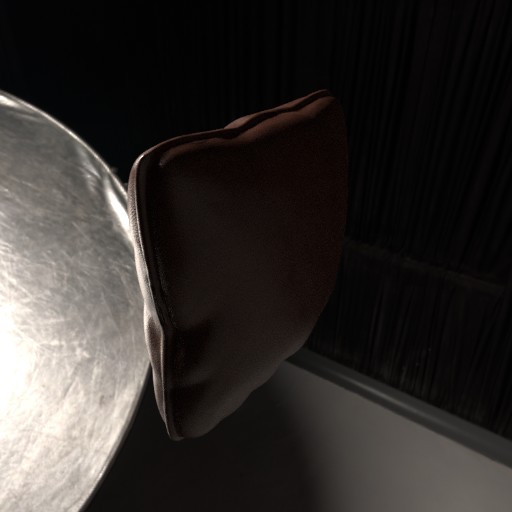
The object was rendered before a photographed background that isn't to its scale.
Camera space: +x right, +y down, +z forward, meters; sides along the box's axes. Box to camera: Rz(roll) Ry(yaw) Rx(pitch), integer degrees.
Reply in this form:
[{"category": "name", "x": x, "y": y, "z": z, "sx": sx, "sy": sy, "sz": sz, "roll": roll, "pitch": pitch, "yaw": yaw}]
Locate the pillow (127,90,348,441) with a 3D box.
[{"category": "pillow", "x": 0.000, "y": 0.000, "z": 0.820, "sx": 0.236, "sy": 0.523, "sz": 0.532, "roll": 19, "pitch": 35, "yaw": 29}]
